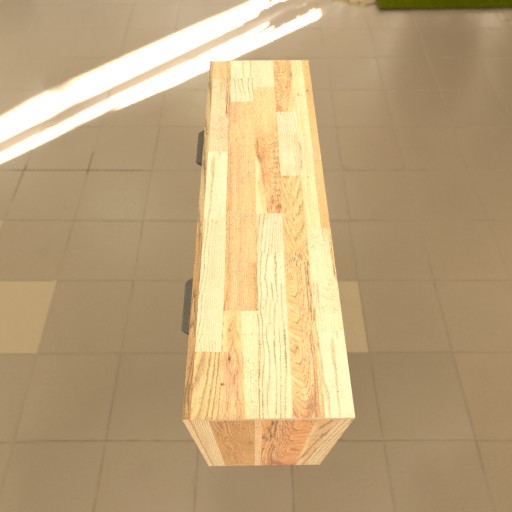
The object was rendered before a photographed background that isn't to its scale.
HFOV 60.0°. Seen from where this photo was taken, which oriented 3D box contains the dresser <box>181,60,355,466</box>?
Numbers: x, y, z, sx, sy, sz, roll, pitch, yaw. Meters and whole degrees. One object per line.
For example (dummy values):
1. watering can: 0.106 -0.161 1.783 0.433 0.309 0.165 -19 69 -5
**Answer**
1. dresser: 0.000 0.000 1.904 0.487 0.834 1.547 -1 56 0
